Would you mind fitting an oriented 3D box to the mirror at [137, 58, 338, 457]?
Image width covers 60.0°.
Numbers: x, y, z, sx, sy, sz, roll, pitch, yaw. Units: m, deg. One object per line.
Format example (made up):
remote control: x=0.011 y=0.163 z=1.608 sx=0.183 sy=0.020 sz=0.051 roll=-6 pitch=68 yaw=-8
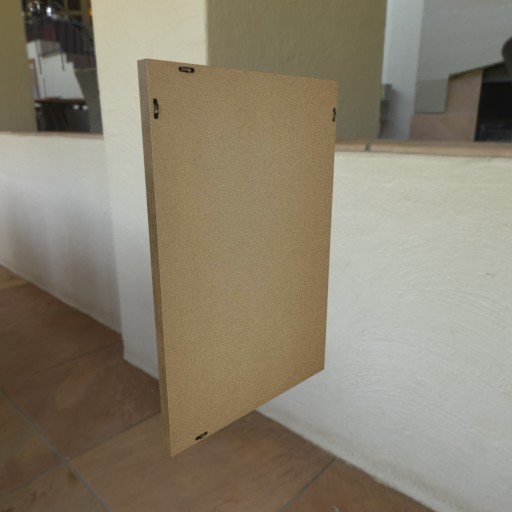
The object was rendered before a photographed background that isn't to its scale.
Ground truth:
mirror: x=0.000 y=0.000 z=1.187 sx=0.609 sy=0.915 sz=0.041 roll=-15 pitch=22 yaw=-41
